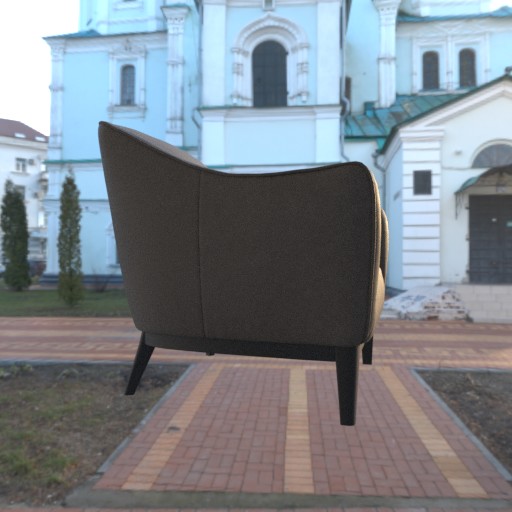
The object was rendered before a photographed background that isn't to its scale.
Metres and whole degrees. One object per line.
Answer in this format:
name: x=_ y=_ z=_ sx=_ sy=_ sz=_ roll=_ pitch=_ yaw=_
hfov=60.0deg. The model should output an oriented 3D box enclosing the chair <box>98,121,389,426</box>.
chair: x=0.000 y=0.000 z=1.513 sx=0.852 sy=0.830 sz=0.871 roll=0 pitch=-1 yaw=18
